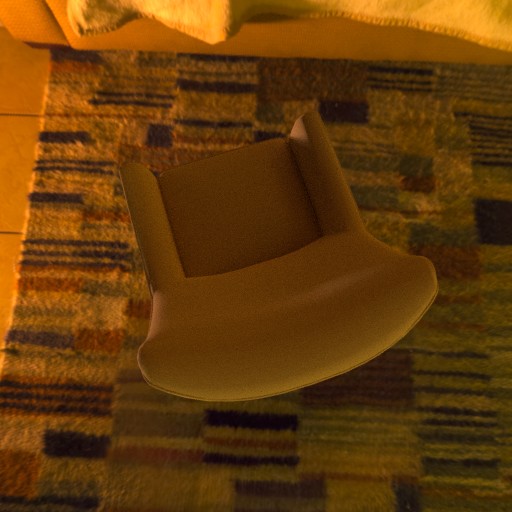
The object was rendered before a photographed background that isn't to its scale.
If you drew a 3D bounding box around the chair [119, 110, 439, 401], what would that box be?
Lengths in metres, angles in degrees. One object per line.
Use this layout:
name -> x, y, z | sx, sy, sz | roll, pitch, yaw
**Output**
chair -> 0.000, 0.000, 1.550 | 0.756, 0.916, 0.879 | -17, 76, -4
